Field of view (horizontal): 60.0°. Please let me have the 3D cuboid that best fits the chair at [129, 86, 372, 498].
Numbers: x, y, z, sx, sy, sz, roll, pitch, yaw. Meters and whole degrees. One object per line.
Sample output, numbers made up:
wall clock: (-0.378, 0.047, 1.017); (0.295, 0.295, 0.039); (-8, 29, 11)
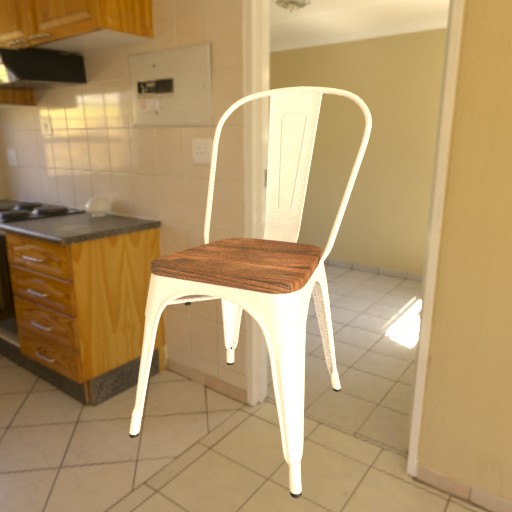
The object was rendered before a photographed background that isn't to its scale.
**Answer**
chair: (0.000, 0.000, 1.116); (0.452, 0.851, 0.521); (7, 16, 25)
